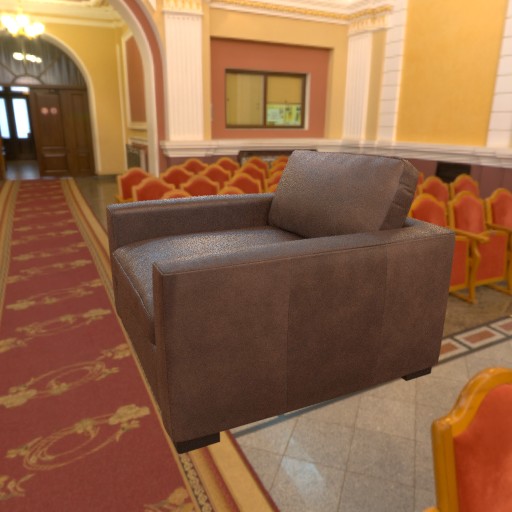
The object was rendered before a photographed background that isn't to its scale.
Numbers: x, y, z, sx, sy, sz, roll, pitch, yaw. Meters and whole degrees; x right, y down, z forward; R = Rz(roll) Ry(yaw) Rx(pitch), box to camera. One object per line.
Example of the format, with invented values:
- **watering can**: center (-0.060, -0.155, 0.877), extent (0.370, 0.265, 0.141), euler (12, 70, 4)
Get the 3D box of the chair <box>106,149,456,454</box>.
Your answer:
- **chair**: center (0.000, 0.000, 1.817), extent (1.069, 0.812, 1.100), euler (-8, 19, -24)
